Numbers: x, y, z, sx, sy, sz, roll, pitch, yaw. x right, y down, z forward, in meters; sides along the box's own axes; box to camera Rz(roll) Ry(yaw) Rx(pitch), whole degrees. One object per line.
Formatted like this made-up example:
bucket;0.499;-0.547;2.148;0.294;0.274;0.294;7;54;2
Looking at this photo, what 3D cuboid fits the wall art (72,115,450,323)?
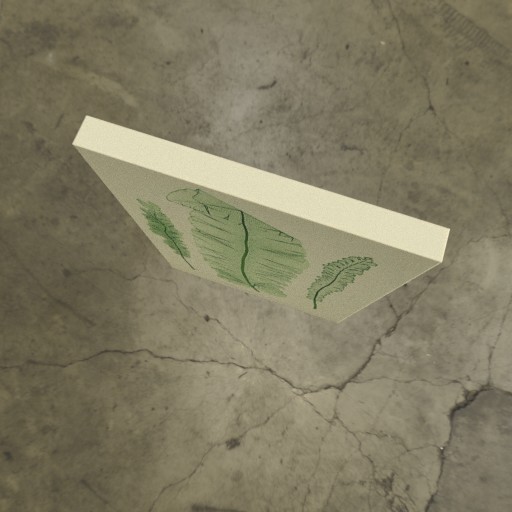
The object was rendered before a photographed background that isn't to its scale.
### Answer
wall art;0.000;0.000;0.773;0.418;0.608;0.038;18;76;5
